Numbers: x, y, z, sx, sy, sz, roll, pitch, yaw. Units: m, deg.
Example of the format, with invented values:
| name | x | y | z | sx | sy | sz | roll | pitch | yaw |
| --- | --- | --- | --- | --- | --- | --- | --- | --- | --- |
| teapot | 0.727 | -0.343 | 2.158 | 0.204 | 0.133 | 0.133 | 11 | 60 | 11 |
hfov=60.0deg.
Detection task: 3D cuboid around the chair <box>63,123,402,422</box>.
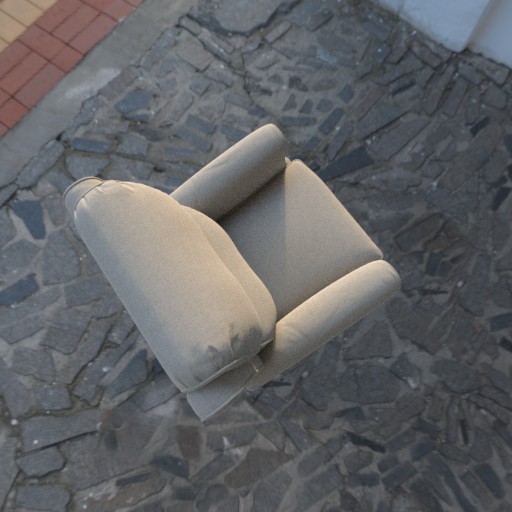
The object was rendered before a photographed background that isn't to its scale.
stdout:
| name | x | y | z | sx | sy | sz | roll | pitch | yaw |
| --- | --- | --- | --- | --- | --- | --- | --- | --- | --- |
| chair | 0.000 | 0.000 | 1.729 | 0.919 | 1.046 | 0.859 | -34 | 76 | -10 |
